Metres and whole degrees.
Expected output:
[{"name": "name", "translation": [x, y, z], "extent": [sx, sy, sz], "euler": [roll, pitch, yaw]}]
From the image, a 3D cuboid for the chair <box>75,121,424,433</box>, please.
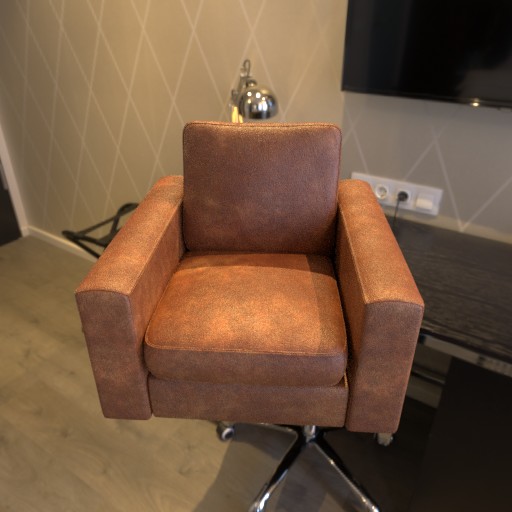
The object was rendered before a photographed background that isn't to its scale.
[{"name": "chair", "translation": [0.000, 0.000, 1.707], "extent": [1.005, 0.873, 1.016], "euler": [2, 29, 3]}]
